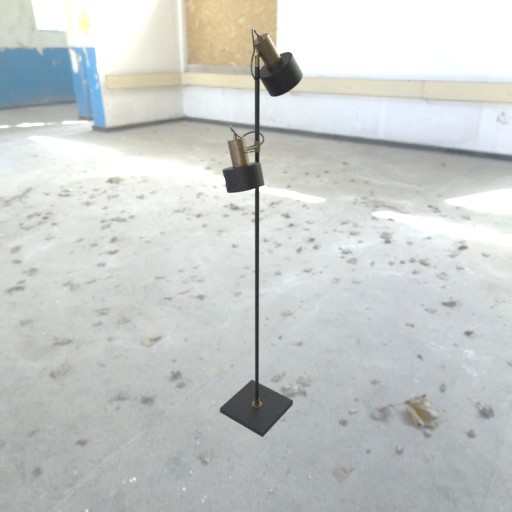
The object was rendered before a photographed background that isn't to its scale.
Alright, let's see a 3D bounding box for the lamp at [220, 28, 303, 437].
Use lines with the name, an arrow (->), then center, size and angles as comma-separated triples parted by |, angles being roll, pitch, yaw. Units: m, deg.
lamp -> 0.000, 0.000, 1.648 | 0.233, 1.505, 0.315 | 18, 30, 33
